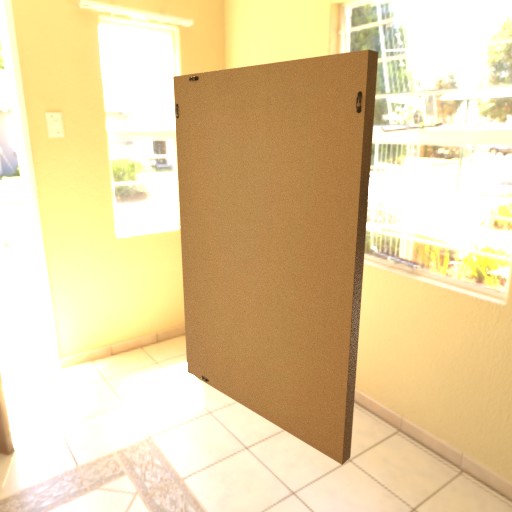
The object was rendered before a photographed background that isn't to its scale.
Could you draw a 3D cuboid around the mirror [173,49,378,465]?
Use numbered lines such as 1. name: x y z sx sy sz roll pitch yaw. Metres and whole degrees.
1. mirror: 0.000 0.000 1.153 0.609 0.915 0.040 15 22 42
